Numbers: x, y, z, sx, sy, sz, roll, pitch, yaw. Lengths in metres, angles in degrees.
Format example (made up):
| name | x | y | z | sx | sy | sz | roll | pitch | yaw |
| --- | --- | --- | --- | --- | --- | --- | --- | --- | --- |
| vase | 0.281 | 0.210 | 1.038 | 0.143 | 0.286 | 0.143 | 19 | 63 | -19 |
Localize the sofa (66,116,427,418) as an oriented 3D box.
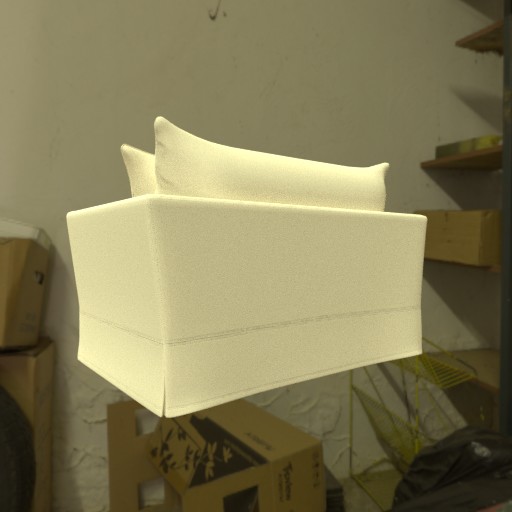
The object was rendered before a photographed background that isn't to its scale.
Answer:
| name | x | y | z | sx | sy | sz | roll | pitch | yaw |
| --- | --- | --- | --- | --- | --- | --- | --- | --- | --- |
| sofa | 0.000 | 0.000 | 2.279 | 1.608 | 1.039 | 1.026 | -1 | 1 | -37 |
